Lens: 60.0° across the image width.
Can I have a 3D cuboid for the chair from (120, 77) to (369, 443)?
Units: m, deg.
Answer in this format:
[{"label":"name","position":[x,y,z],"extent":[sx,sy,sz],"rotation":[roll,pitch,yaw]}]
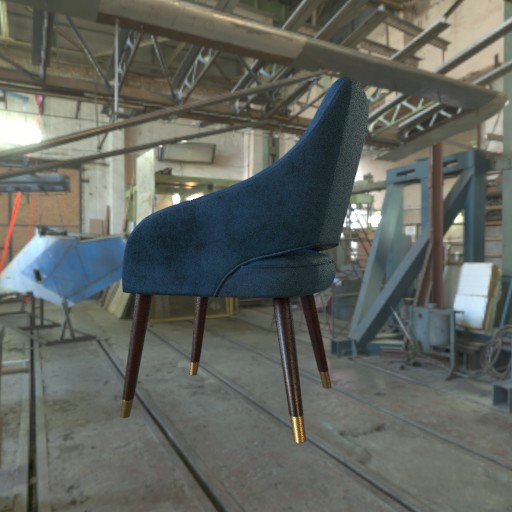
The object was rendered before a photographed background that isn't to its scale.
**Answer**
[{"label":"chair","position":[0.000,0.000,1.622],"extent":[0.794,1.081,0.683],"rotation":[0,1,18]}]
